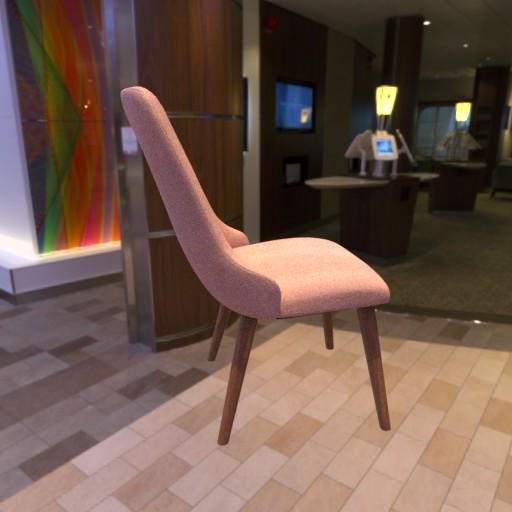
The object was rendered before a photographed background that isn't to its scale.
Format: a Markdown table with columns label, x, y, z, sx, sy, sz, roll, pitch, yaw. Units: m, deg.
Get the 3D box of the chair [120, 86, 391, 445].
| label | x | y | z | sx | sy | sz | roll | pitch | yaw |
| --- | --- | --- | --- | --- | --- | --- | --- | --- | --- |
| chair | 0.000 | 0.000 | 1.327 | 0.707 | 0.918 | 0.535 | -2 | 16 | -8 |
